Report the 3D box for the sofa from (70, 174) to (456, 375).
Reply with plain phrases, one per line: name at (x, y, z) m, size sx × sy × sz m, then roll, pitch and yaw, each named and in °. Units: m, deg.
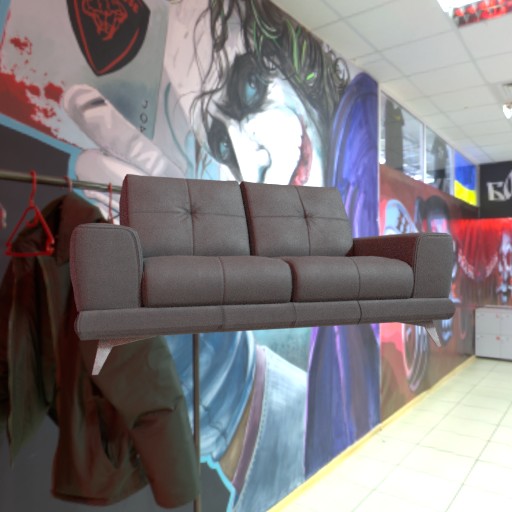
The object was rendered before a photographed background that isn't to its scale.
sofa at (0.000, 0.000, 2.373) m, size 1.806 × 0.907 × 1.018 m, roll 0°, pitch -1°, yaw -20°
